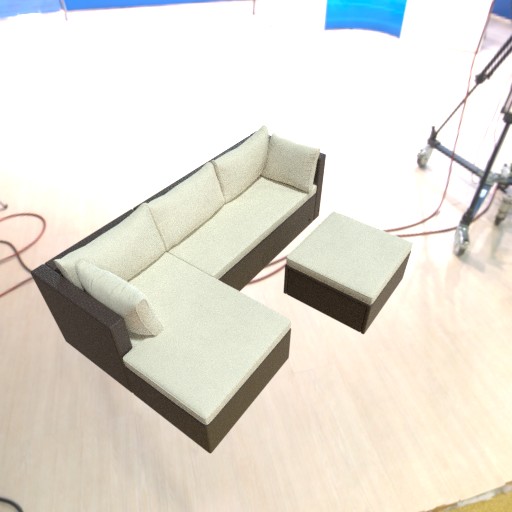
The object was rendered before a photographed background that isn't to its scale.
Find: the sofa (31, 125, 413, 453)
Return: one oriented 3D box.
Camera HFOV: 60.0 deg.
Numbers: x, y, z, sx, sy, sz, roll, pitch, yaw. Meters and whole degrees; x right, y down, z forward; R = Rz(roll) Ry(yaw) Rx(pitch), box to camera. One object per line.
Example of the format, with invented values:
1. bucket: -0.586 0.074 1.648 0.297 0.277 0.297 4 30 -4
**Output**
1. sofa: 0.000 0.000 3.002 1.612 0.766 2.192 26 48 26
